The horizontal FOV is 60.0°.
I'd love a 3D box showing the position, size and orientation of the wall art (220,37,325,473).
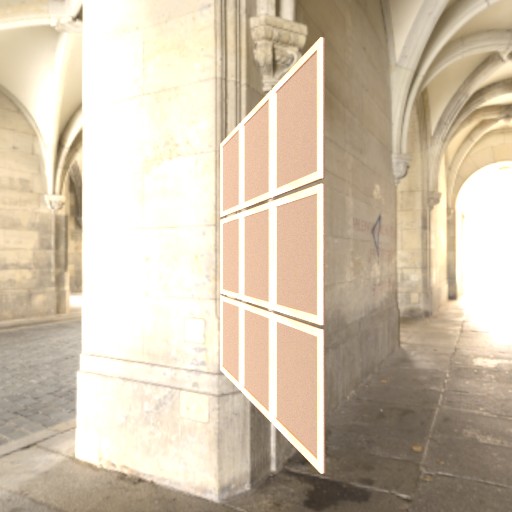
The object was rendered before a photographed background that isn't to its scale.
[{"bbox_3d":[0.000,0.000,1.816,0.013,1.218,1.216,0,0,-18],"label":"wall art"}]
